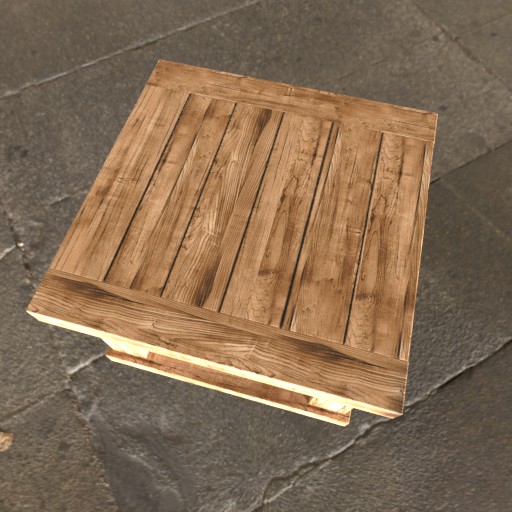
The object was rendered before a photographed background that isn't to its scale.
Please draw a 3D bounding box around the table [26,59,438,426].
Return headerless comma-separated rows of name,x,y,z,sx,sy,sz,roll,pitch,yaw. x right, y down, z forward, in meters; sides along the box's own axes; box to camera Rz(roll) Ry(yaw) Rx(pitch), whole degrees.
table,0.000,0.000,1.019,0.610,0.457,0.610,14,64,7
